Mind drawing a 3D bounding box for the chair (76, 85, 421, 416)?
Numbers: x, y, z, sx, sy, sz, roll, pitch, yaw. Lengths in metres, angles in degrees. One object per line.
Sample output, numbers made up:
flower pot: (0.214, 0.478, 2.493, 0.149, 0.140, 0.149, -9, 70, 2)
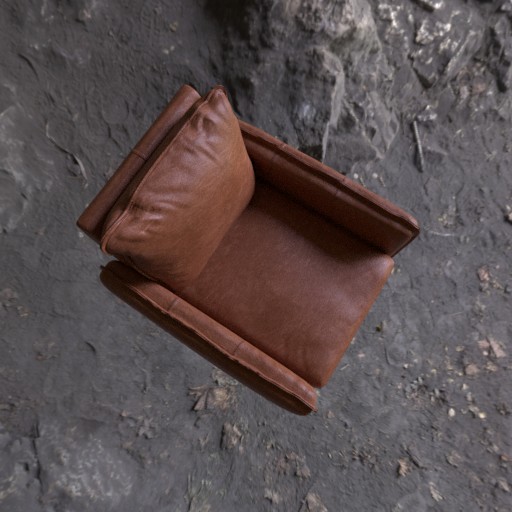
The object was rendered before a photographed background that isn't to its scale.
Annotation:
chair: (0.000, 0.000, 1.647, 0.922, 0.922, 0.830, 32, 78, 8)
